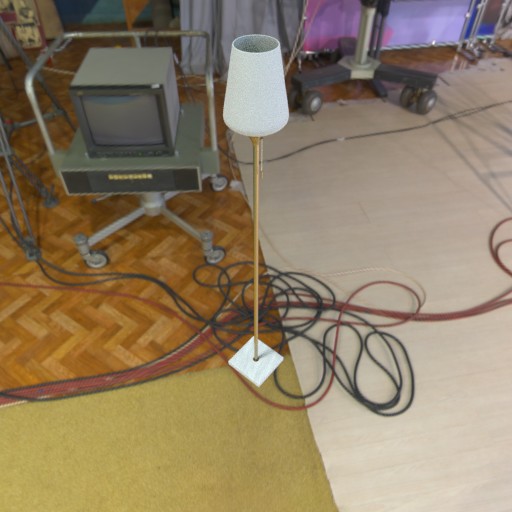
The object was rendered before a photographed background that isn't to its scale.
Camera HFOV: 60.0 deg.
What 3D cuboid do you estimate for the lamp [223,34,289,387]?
[{"bbox_3d":[0.000,0.000,1.962,0.232,1.813,0.229,31,54,26],"label":"lamp"}]
